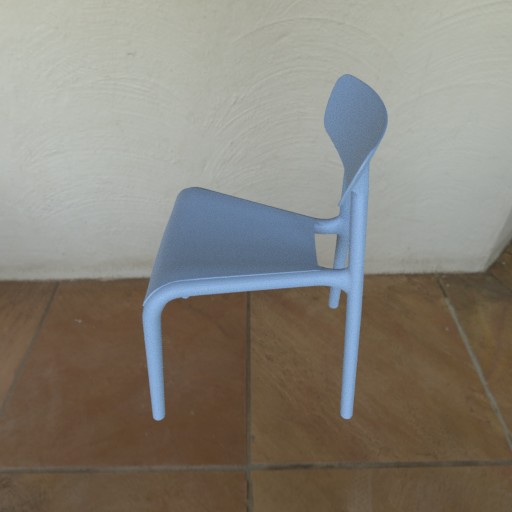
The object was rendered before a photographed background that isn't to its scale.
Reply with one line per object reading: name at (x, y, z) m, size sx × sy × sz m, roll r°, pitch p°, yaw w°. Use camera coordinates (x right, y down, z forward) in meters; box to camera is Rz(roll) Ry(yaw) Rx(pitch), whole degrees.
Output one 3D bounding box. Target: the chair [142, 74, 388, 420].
chair at (0.000, 0.000, 0.822) m, size 0.401 × 0.580 × 0.356 m, roll 2°, pitch 41°, yaw 2°
